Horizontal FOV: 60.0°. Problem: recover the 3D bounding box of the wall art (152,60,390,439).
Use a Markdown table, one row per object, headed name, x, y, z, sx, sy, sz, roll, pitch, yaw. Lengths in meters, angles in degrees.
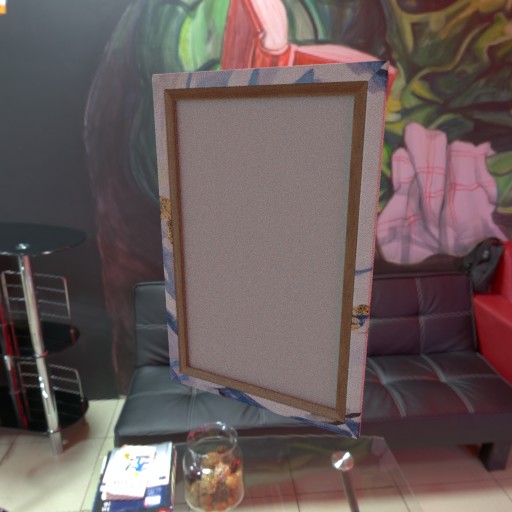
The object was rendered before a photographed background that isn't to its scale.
| name | x | y | z | sx | sy | sz | roll | pitch | yaw |
| --- | --- | --- | --- | --- | --- | --- | --- | --- | --- |
| wall art | 0.000 | 0.000 | 1.165 | 0.610 | 0.914 | 0.016 | 8 | 19 | 26 |
